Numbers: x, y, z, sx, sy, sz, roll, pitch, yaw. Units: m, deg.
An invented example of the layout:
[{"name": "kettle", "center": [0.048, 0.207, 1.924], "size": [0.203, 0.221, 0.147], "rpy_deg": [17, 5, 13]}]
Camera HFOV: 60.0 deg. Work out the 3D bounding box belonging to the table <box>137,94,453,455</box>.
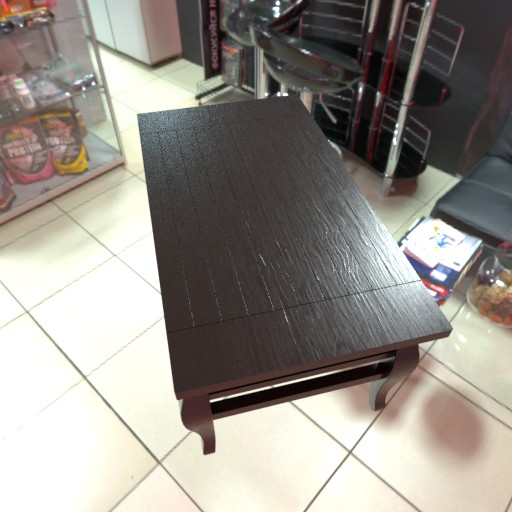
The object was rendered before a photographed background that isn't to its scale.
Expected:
[{"name": "table", "center": [0.000, 0.000, 1.410], "size": [0.600, 0.494, 1.062], "rpy_deg": [-10, 48, -10]}]
